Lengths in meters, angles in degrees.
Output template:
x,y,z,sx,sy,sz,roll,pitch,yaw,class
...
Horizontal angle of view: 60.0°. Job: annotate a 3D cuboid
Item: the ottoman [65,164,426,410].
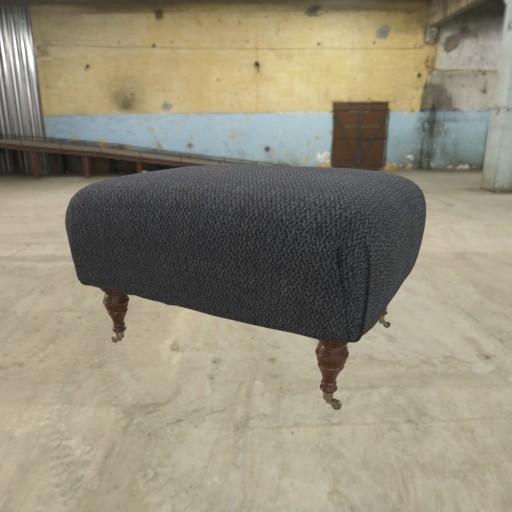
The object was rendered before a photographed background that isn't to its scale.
x,y,z,sx,sy,sz,roll,pitch,yaw,class
0.000,0.000,1.134,0.747,0.450,0.622,8,18,27,ottoman
